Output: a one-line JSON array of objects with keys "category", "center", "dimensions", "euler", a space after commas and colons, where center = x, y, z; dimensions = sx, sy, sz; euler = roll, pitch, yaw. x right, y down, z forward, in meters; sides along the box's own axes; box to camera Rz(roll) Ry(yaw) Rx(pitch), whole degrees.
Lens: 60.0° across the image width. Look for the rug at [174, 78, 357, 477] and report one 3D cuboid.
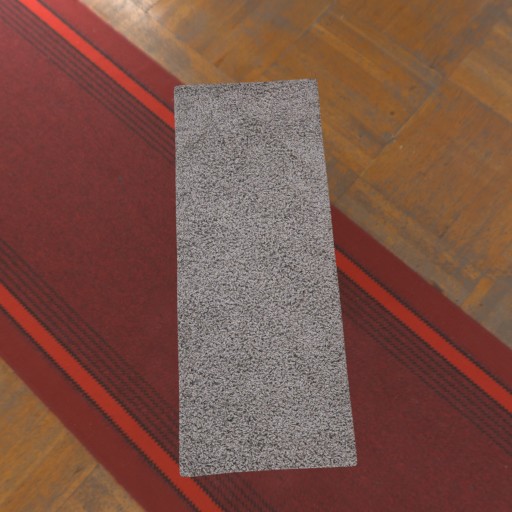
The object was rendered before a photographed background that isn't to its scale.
[{"category": "rug", "center": [0.000, 0.000, 1.705], "dimensions": [0.609, 0.030, 1.524], "euler": [-3, 76, -1]}]
